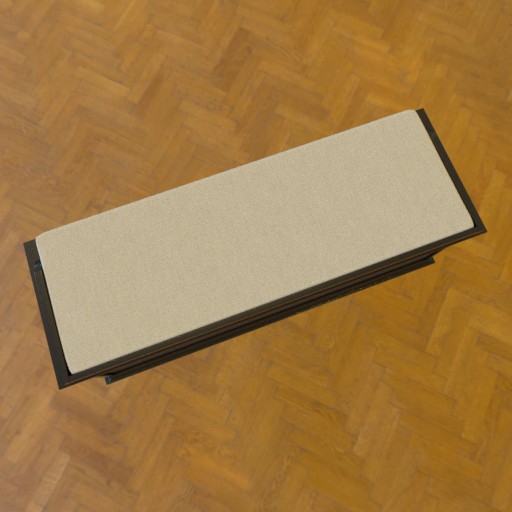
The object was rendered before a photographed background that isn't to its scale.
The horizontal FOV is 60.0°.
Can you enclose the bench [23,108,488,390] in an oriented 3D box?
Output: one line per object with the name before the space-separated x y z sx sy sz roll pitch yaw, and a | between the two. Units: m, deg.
bench | 0.000 0.000 1.386 1.185 0.501 0.402 -20 77 -5
